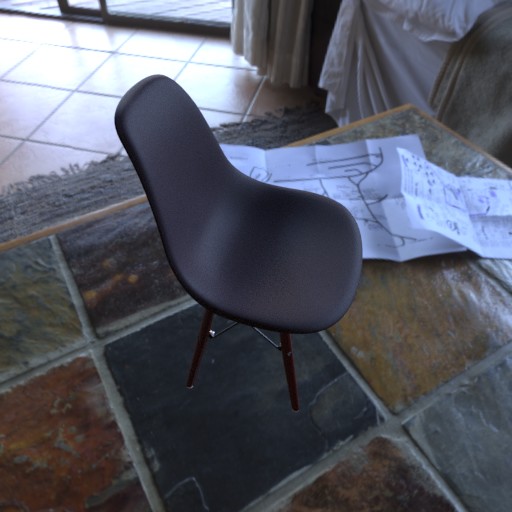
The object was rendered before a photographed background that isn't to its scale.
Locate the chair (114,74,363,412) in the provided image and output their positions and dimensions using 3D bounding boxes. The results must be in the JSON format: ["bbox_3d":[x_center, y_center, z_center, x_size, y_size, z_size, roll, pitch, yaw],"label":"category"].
[{"bbox_3d":[0.000,0.000,1.143,0.533,0.826,0.470,12,49,10],"label":"chair"}]
